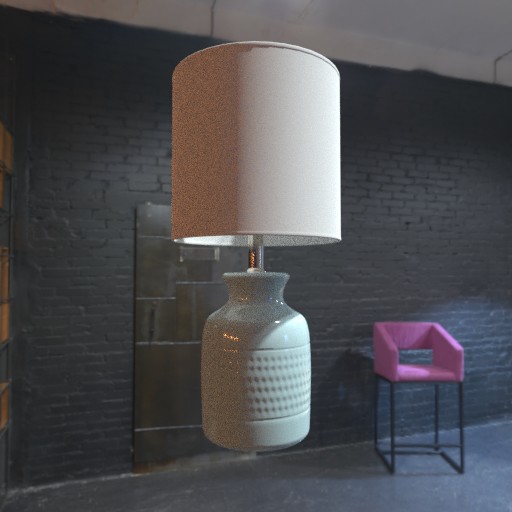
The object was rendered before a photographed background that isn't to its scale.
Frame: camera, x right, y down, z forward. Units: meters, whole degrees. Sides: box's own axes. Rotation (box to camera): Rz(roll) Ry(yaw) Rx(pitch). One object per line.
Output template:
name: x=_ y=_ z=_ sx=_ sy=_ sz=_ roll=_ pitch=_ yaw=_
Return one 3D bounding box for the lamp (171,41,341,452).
lamp: x=0.000 y=0.000 z=1.107 sx=0.418 sy=0.871 sz=0.418 roll=1 pitch=-2 yaw=-17
